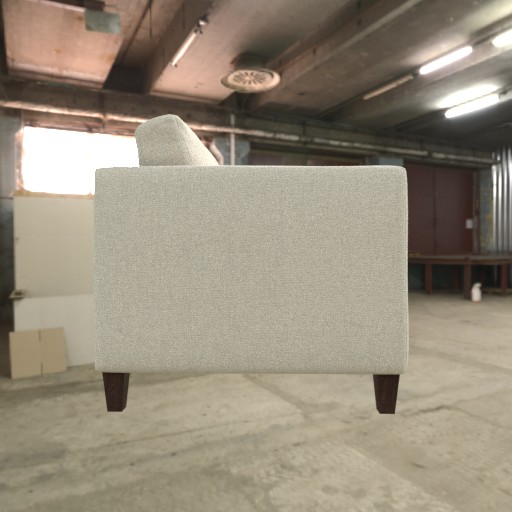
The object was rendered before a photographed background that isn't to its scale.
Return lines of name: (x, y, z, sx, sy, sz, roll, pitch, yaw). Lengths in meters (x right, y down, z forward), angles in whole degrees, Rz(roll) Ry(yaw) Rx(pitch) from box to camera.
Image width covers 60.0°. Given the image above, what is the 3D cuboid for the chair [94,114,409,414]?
chair: (0.000, 0.000, 1.757, 0.959, 0.919, 0.996, 0, 1, 1)
